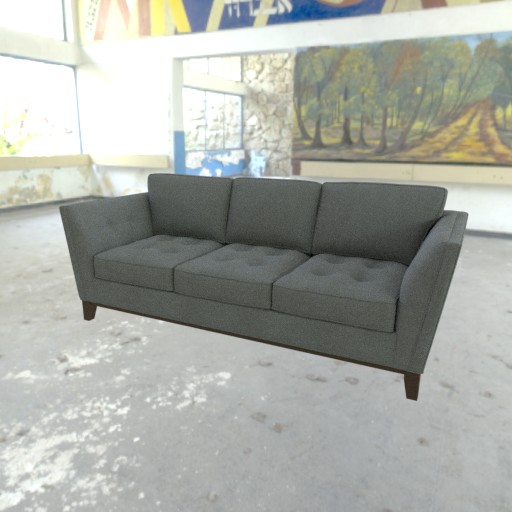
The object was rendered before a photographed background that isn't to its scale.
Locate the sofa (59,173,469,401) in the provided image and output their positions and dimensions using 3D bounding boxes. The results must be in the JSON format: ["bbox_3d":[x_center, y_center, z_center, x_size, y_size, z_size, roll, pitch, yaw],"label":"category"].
[{"bbox_3d":[0.000,0.000,2.847,2.387,0.940,0.965,7,17,26],"label":"sofa"}]
